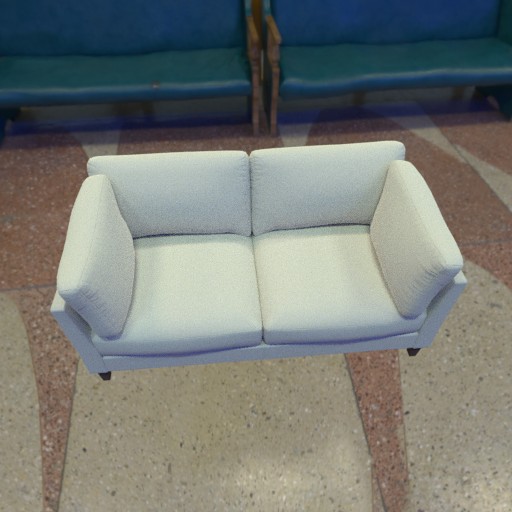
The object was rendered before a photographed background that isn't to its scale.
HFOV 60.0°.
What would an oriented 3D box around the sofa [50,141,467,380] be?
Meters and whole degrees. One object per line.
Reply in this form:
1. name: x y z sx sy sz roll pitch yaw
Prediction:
1. sofa: 0.000 0.000 2.316 1.776 0.836 0.970 -4 46 -4
